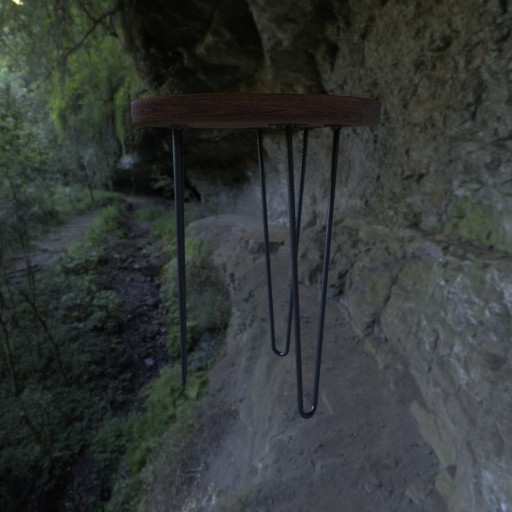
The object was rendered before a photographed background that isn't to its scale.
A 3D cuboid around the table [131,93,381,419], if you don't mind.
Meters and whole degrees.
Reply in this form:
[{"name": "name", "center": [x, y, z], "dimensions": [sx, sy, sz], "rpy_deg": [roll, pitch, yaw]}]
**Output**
[{"name": "table", "center": [0.000, 0.000, 0.801], "dimensions": [0.400, 0.520, 0.400], "rpy_deg": [0, 15, 0]}]
